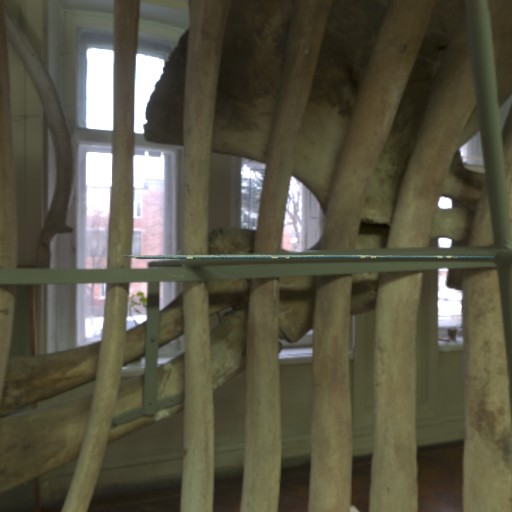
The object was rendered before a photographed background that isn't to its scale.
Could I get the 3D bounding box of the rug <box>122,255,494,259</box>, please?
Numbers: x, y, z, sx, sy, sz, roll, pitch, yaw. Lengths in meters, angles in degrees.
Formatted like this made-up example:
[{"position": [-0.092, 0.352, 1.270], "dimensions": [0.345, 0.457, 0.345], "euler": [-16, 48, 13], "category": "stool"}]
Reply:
[{"position": [0.000, 0.000, 2.707], "dimensions": [1.524, 0.013, 2.135], "euler": [0, 0, -18], "category": "rug"}]
